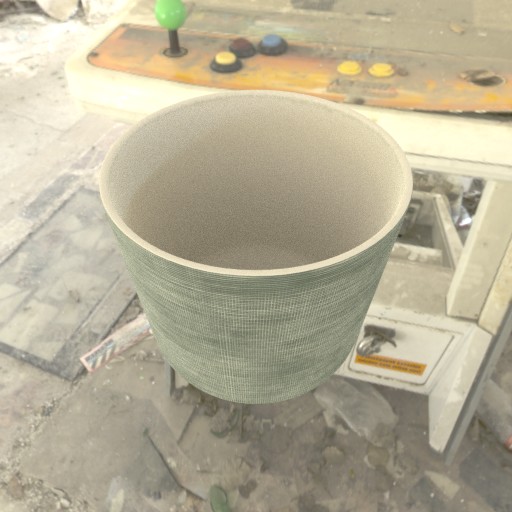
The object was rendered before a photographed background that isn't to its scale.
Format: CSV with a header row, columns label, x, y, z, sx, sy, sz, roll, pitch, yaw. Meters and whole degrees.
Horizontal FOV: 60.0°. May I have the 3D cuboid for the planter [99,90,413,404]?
label,x,y,z,sx,sy,sz,roll,pitch,yaw
planter,0.000,0.000,0.781,0.440,0.398,0.440,0,46,0
